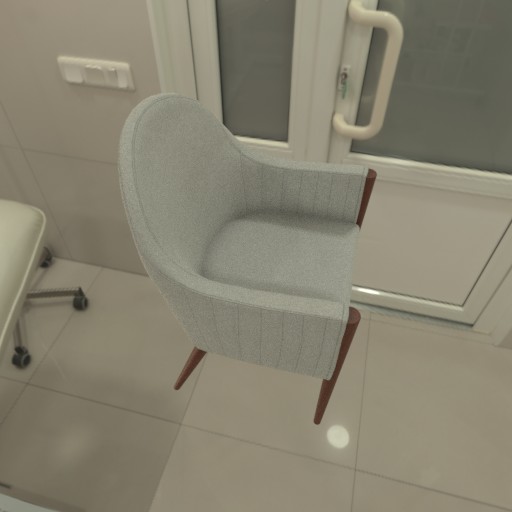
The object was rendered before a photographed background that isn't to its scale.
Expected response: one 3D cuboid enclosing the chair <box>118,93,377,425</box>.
[{"bbox_3d":[0.000,0.000,1.339,0.620,0.889,0.610,11,48,10],"label":"chair"}]
